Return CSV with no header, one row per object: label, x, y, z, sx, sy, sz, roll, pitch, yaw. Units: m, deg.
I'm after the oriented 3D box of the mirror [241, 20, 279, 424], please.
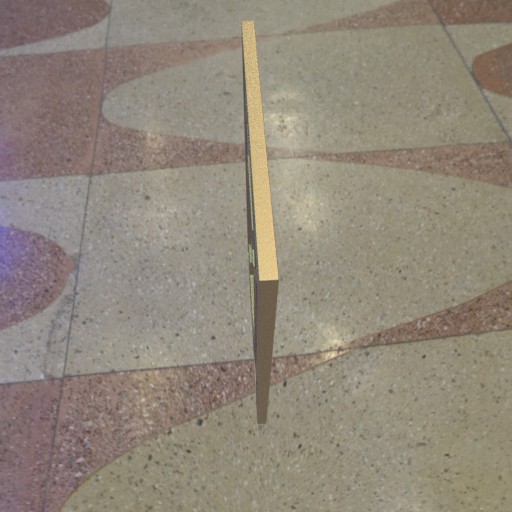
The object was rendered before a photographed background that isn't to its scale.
mirror,0.000,0.000,1.344,0.032,1.023,0.756,-3,57,-2
